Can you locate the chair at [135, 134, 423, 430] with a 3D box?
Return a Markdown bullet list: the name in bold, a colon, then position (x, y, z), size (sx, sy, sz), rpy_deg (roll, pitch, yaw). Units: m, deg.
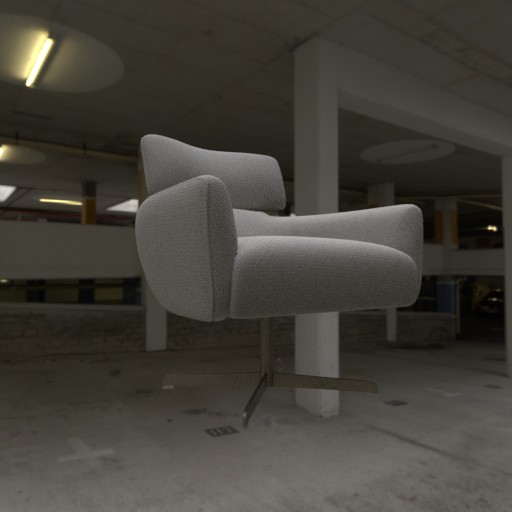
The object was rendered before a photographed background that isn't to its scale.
- **chair**: position (0.000, 0.000, 1.371), size (0.760, 0.810, 0.730), rpy_deg (1, -2, -36)
